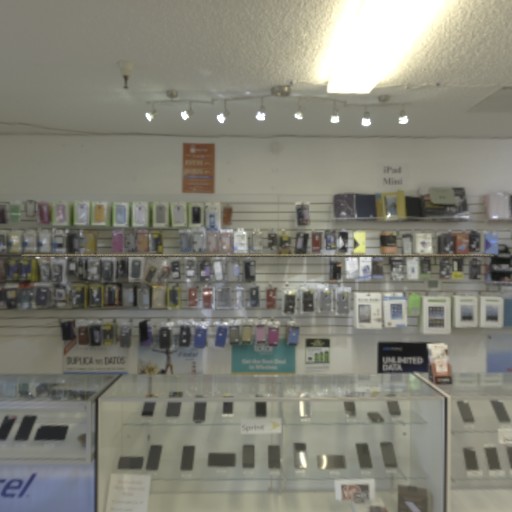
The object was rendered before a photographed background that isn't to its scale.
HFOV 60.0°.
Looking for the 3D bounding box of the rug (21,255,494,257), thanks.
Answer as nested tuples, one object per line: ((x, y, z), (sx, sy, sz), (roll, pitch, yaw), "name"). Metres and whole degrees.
((0.000, 0.000, 2.663), (2.448, 0.012, 0.769), (0, 0, 1), "rug")
